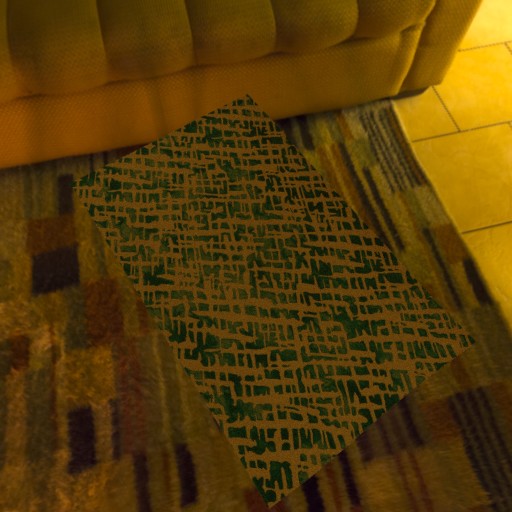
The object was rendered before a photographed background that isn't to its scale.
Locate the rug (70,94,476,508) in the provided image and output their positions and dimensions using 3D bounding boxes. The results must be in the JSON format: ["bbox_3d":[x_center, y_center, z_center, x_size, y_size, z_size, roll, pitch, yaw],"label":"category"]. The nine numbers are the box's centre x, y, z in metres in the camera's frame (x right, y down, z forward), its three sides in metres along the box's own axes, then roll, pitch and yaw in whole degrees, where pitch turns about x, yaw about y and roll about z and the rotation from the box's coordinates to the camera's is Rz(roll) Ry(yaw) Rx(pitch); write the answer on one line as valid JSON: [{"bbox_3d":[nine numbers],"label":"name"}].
[{"bbox_3d":[0.000,0.000,2.889,1.520,0.011,2.447,-32,68,-15],"label":"rug"}]
